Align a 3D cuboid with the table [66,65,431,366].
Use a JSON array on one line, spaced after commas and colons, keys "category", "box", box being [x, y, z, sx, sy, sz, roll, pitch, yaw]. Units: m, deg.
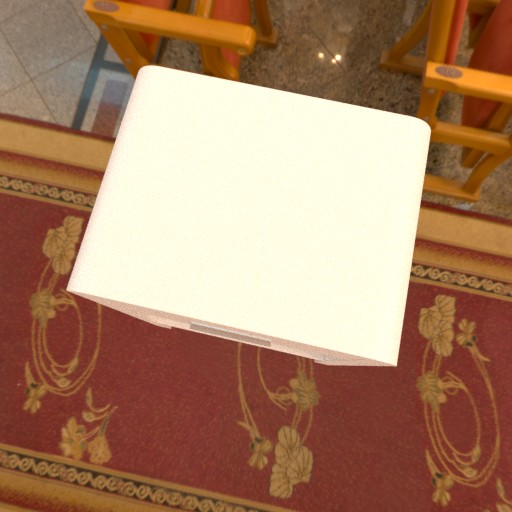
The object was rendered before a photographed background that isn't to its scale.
[{"category": "table", "box": [0.000, 0.000, 0.879, 0.450, 0.590, 0.350, 12, 77, 3]}]
